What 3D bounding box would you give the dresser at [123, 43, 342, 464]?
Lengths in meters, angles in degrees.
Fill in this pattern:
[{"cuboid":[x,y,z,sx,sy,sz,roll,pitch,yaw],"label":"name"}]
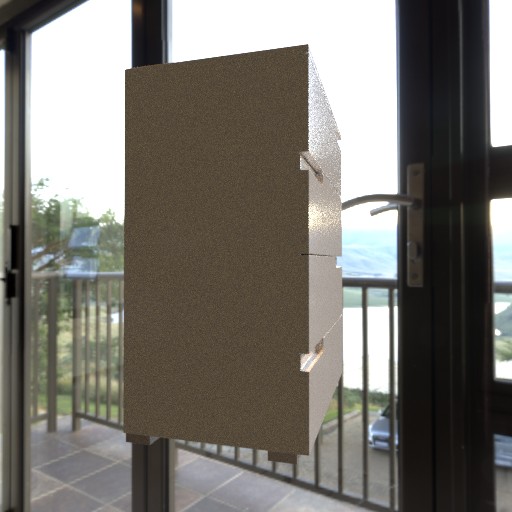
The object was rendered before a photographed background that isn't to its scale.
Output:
[{"cuboid":[0.000,0.000,1.205,0.400,0.800,0.650,0,-1,16],"label":"dresser"}]
